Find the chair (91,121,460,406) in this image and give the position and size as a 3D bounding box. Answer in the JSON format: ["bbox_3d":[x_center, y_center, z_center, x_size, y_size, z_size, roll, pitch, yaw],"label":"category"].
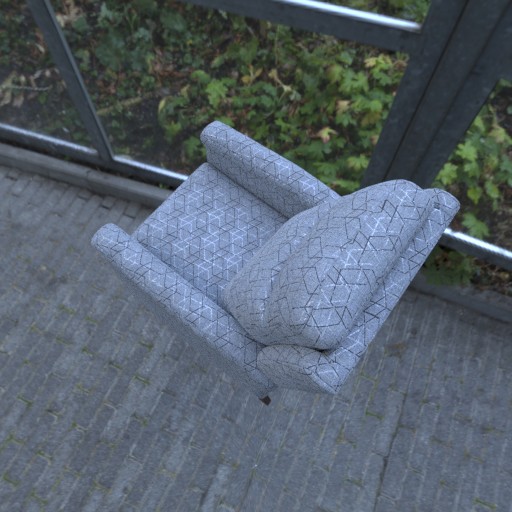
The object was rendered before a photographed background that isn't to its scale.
[{"bbox_3d":[0.000,0.000,1.674,0.987,1.048,0.753,35,69,15],"label":"chair"}]
